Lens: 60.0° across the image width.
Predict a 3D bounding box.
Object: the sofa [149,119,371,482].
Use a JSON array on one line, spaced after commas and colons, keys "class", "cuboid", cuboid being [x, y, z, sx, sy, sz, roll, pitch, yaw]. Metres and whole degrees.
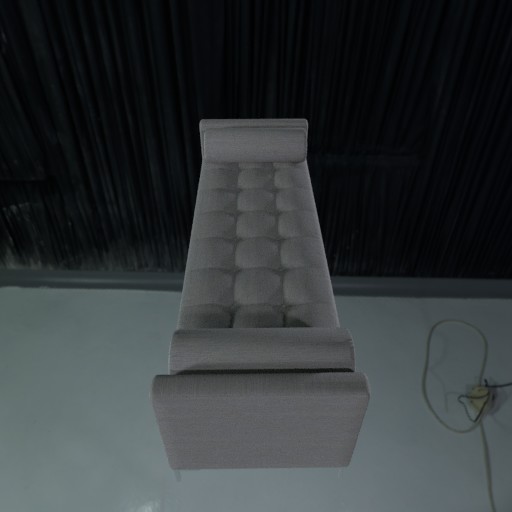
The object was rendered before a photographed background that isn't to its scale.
[{"class": "sofa", "cuboid": [0.000, 0.000, 2.282, 0.686, 0.635, 1.981, -1, 41, -1]}]
